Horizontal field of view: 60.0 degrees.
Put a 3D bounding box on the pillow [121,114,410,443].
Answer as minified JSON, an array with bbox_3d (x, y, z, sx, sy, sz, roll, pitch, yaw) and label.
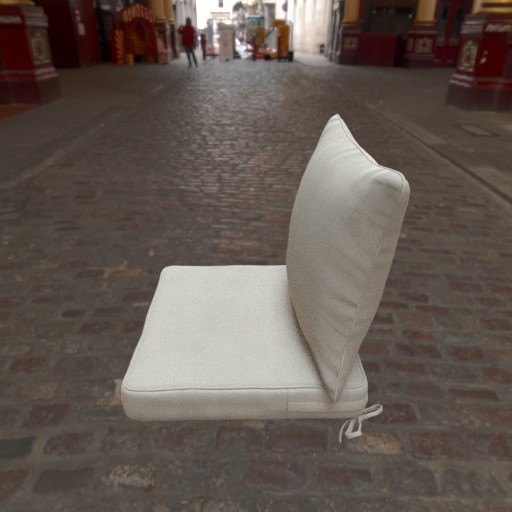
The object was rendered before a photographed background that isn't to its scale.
[{"bbox_3d":[0.000,0.000,1.344,0.733,0.716,0.798,0,27,-1],"label":"pillow"}]
